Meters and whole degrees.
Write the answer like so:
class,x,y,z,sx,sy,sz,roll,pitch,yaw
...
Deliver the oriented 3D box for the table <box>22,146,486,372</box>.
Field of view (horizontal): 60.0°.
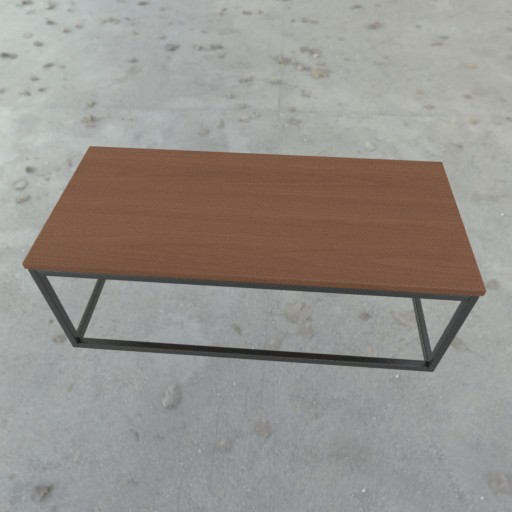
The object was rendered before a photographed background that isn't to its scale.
class,x,y,z,sx,sy,sz,roll,pitch,yaw
table,0.000,0.000,1.359,1.100,0.400,0.500,3,48,3
